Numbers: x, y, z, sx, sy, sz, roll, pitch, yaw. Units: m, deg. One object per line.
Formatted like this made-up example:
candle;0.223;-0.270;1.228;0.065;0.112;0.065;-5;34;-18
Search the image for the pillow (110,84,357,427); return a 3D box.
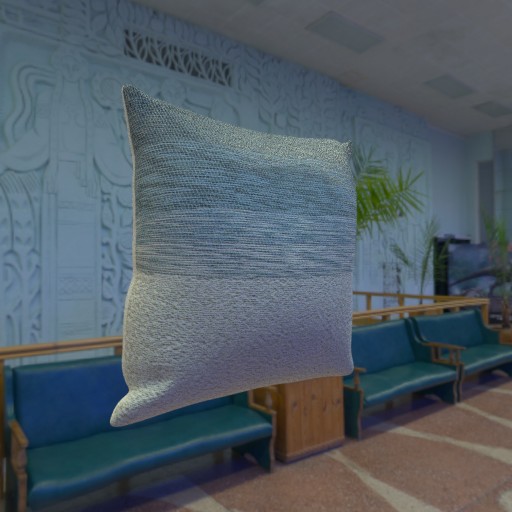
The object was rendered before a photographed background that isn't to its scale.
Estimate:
pillow;0.000;0.000;0.685;0.440;0.441;0.182;1;-1;-35
